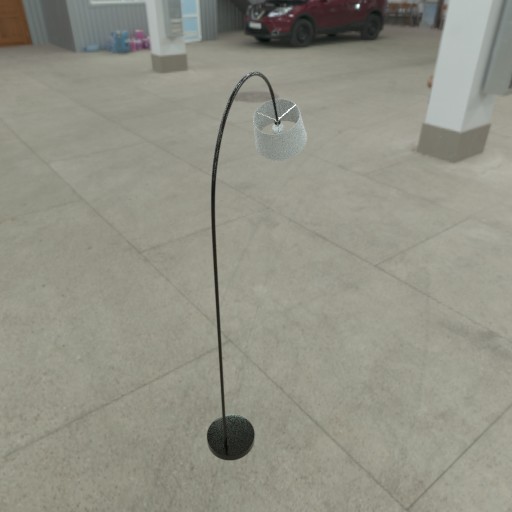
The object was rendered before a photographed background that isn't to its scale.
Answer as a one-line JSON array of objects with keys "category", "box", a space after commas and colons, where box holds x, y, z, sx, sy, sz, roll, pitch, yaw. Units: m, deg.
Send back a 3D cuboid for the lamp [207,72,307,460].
[{"category": "lamp", "box": [0.000, 0.000, 2.682, 0.331, 2.104, 1.363, 9, 33, 14]}]
